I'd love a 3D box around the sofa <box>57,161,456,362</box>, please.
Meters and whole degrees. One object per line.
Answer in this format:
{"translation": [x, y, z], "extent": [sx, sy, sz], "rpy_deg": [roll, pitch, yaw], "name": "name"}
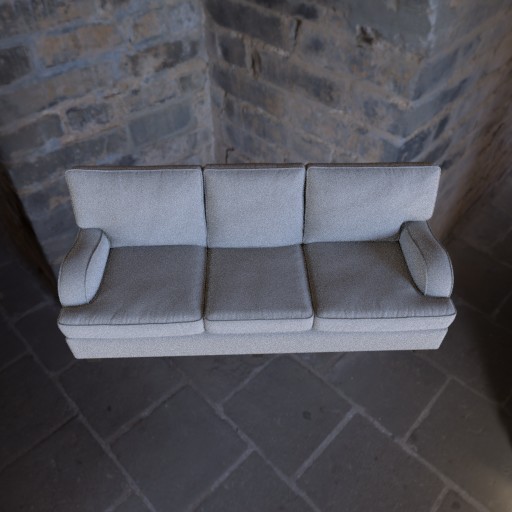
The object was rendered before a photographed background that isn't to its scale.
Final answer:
{"translation": [0.000, 0.000, 2.843], "extent": [2.323, 0.997, 1.016], "rpy_deg": [-1, 46, -1], "name": "sofa"}
